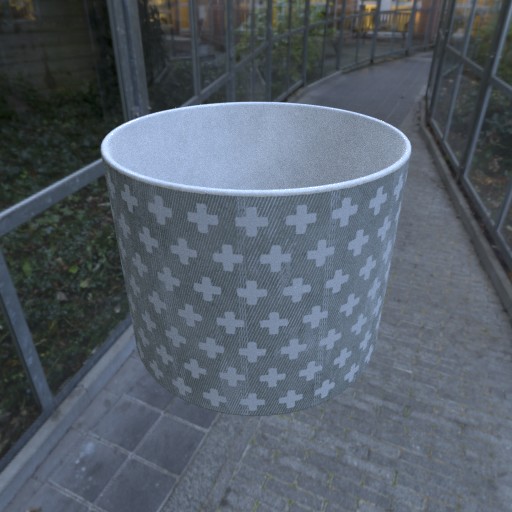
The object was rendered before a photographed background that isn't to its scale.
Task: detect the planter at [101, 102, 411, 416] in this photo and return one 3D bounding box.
[{"bbox_3d":[0.000,0.000,0.433,0.250,0.239,0.250,0,31,0],"label":"planter"}]
